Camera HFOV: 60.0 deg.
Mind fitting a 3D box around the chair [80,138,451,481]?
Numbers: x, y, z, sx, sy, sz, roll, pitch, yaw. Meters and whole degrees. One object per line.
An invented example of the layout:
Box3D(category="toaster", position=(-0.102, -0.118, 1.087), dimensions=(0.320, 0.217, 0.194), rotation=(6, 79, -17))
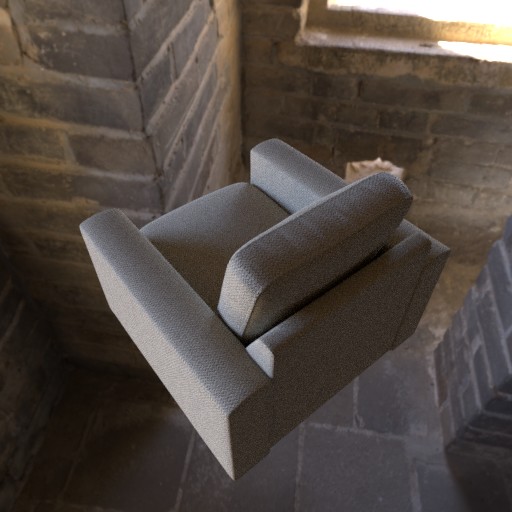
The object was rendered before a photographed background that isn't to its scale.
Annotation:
Box3D(category="chair", position=(0.000, 0.000, 1.736), dimensions=(1.005, 0.873, 1.016), rotation=(-30, 53, -26))
